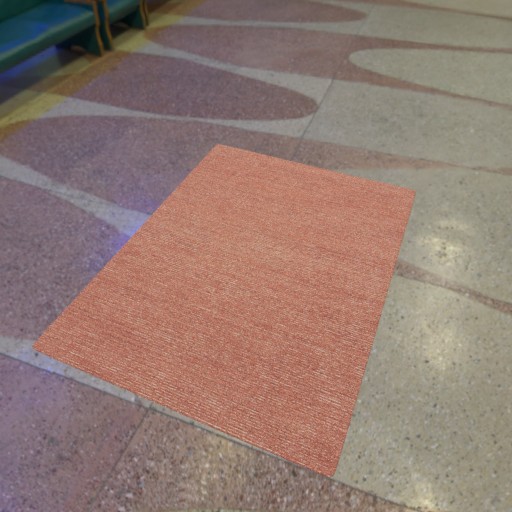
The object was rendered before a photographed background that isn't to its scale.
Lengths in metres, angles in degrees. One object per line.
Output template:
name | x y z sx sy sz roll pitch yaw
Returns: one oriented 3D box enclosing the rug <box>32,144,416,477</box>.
rug | 0.000 0.000 2.710 1.594 0.009 2.112 17 48 16
